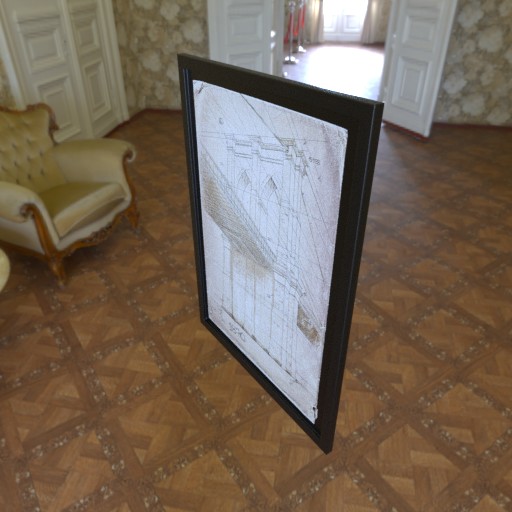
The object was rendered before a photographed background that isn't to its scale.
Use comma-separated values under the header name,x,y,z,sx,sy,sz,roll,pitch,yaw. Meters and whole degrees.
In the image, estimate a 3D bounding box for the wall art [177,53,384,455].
name,x,y,z,sx,sy,sz,roll,pitch,yaw
wall art,0.000,0.000,0.846,0.016,0.657,0.480,-21,38,-30
